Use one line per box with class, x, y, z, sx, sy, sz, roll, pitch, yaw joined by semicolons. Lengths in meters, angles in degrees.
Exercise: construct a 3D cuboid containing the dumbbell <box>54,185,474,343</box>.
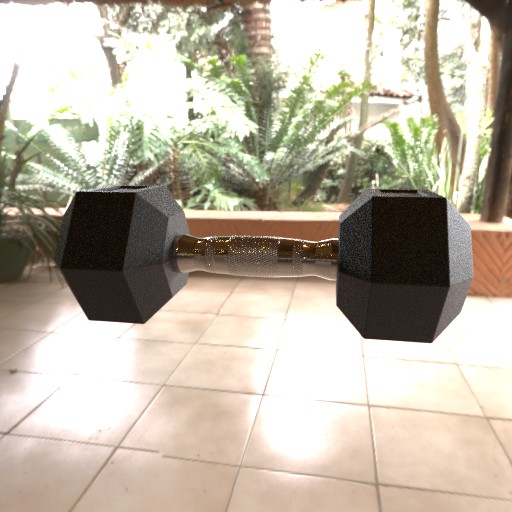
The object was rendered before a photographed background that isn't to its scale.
dumbbell;0.000;0.000;0.344;0.297;0.101;0.116;2;14;9
